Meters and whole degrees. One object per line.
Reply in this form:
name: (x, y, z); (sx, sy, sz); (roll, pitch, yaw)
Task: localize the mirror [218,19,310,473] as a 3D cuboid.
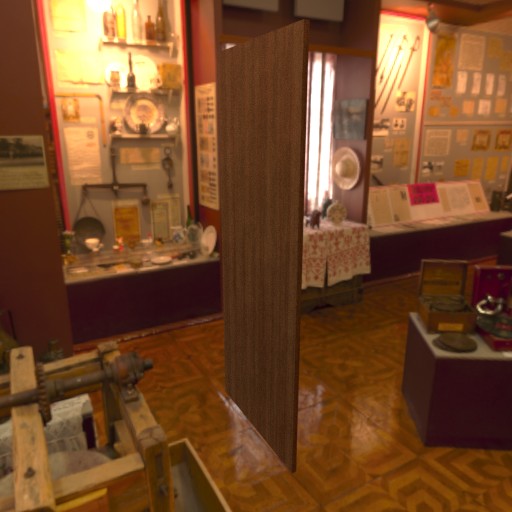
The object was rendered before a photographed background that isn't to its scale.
mirror: (0.000, 0.000, 2.272); (0.025, 2.032, 0.812); (-8, 18, -27)
